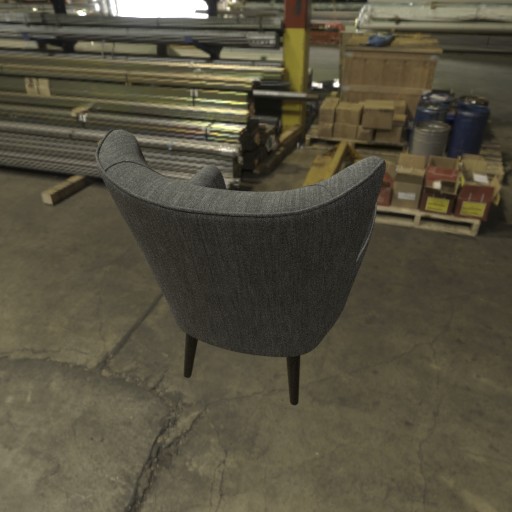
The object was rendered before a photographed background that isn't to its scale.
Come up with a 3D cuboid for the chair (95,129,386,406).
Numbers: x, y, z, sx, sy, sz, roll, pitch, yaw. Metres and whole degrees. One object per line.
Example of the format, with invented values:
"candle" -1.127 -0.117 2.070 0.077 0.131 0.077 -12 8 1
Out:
"chair" 0.000 0.000 1.570 0.781 0.933 0.888 10 34 15
